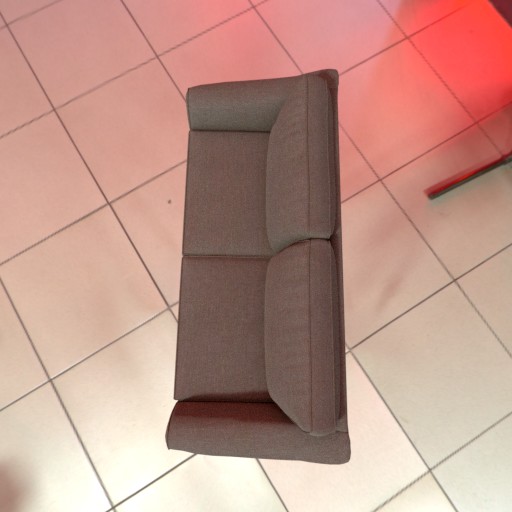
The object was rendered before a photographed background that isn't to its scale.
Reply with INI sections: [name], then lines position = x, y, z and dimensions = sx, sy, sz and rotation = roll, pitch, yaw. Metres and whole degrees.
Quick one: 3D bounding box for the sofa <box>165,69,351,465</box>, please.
[sofa]
position = 0.000, 0.000, 2.743
dimensions = 0.986, 0.906, 2.270
rotation = 1, 76, 0
